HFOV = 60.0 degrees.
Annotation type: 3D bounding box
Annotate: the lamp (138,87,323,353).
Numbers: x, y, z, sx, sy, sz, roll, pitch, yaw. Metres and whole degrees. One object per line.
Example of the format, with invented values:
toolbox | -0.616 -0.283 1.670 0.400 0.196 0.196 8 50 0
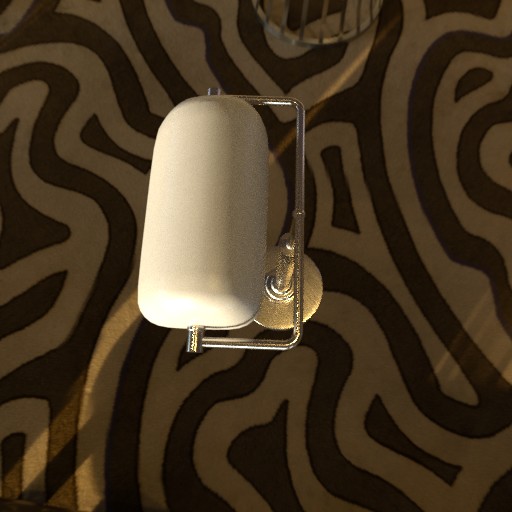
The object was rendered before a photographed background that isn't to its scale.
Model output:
lamp | 0.000 0.000 0.574 0.227 0.404 0.269 2 74 1
